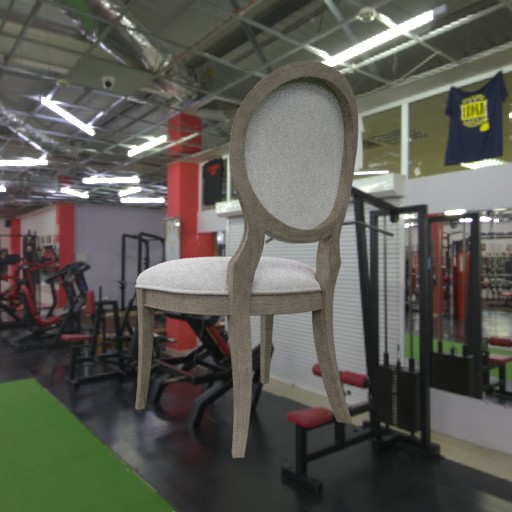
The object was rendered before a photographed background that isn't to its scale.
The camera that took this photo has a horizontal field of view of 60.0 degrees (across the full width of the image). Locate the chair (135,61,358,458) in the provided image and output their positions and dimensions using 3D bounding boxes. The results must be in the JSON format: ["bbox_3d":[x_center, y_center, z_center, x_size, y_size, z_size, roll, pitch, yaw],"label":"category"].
[{"bbox_3d":[0.000,0.000,1.362,0.558,0.990,0.602,0,-1,-36],"label":"chair"}]
